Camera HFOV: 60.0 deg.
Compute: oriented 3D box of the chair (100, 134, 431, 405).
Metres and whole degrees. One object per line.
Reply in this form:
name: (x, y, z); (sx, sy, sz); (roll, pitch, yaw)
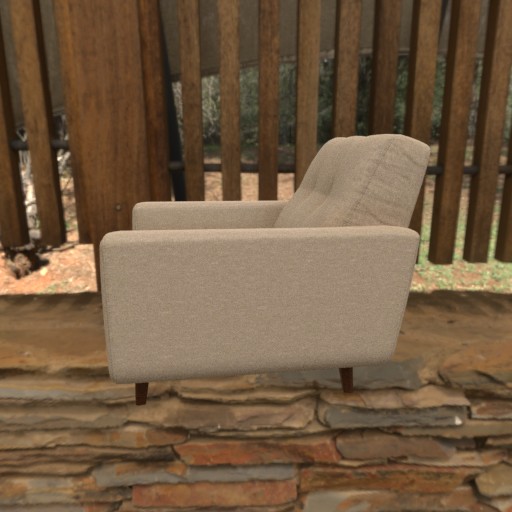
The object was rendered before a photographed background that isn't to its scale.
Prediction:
chair: (0.000, 0.000, 1.840); (1.128, 0.965, 0.897); (-2, 14, -8)
